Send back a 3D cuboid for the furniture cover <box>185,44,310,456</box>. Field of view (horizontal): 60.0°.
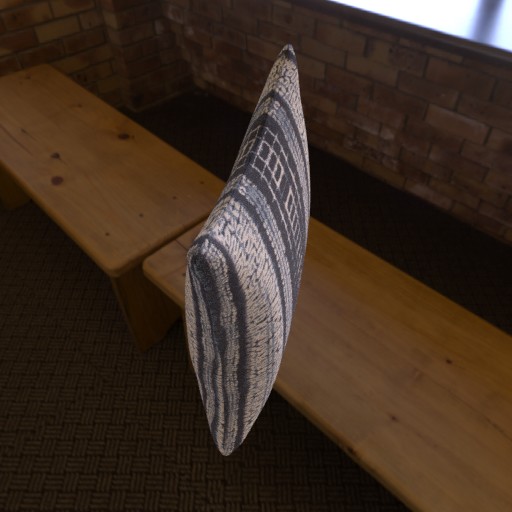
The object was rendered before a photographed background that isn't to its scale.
[{"bbox_3d":[0.000,0.000,0.641,0.133,0.435,0.425,9,47,9],"label":"furniture cover"}]
